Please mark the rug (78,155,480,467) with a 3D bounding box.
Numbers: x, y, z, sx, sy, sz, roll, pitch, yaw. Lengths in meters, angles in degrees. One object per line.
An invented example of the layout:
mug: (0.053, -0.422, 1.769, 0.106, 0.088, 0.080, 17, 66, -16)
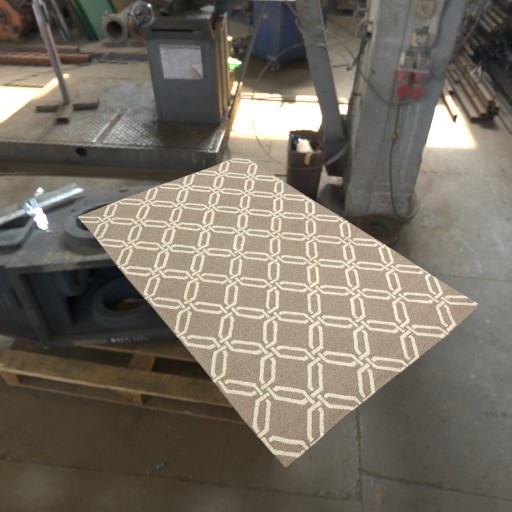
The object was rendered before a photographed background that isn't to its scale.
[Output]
rug: (0.000, 0.000, 2.187, 1.142, 0.010, 1.748, -27, 48, -28)
